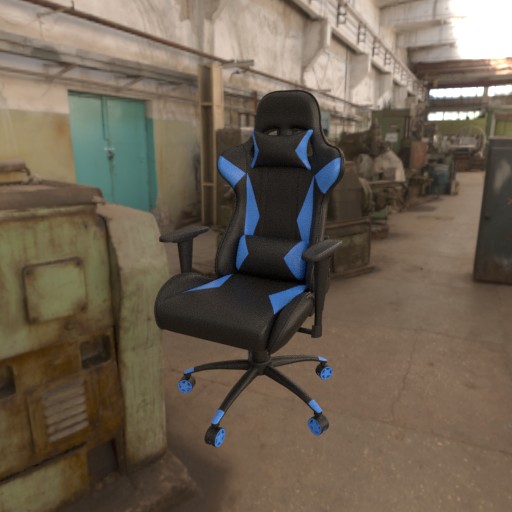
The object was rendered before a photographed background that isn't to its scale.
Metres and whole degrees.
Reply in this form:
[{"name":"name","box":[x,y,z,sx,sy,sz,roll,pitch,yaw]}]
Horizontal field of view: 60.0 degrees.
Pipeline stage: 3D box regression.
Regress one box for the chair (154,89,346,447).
[{"name":"chair","box":[0.000,0.000,1.745,0.695,1.282,0.730,8,16,27]}]
